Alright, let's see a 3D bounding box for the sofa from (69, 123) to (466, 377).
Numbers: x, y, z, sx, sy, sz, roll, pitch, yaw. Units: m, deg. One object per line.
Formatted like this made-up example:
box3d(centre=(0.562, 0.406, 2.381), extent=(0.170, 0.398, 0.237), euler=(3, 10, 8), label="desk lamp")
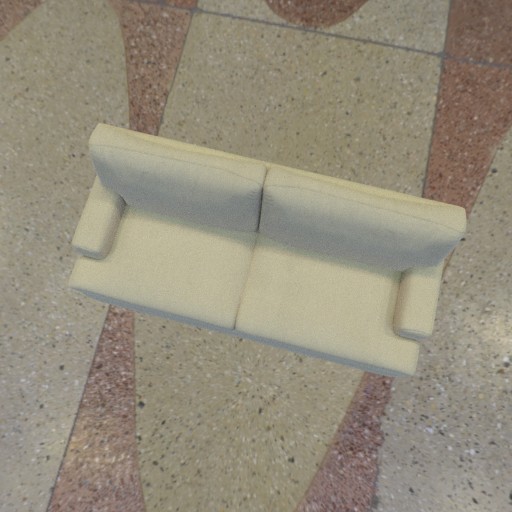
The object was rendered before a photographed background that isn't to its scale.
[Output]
box3d(centre=(0.000, 0.000, 2.638), extent=(2.147, 0.925, 0.929), euler=(14, 75, 4), label="sofa")
